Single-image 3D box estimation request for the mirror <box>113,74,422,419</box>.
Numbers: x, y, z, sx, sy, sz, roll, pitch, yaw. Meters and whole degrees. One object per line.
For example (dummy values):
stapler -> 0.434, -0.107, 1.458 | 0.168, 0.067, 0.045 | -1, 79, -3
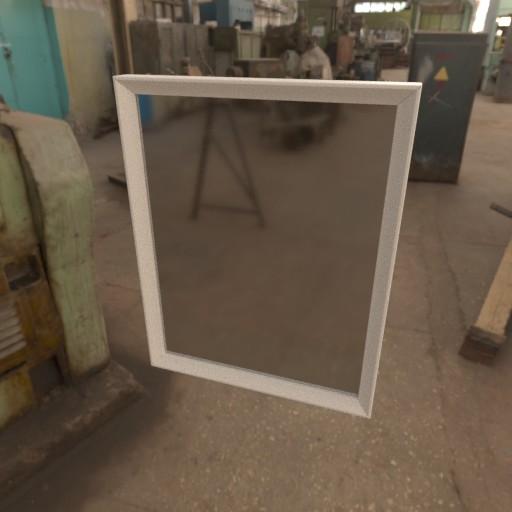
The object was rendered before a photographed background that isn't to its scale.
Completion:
mirror -> 0.000, 0.000, 0.684 | 0.406, 0.509, 0.041 | 9, 28, 17
